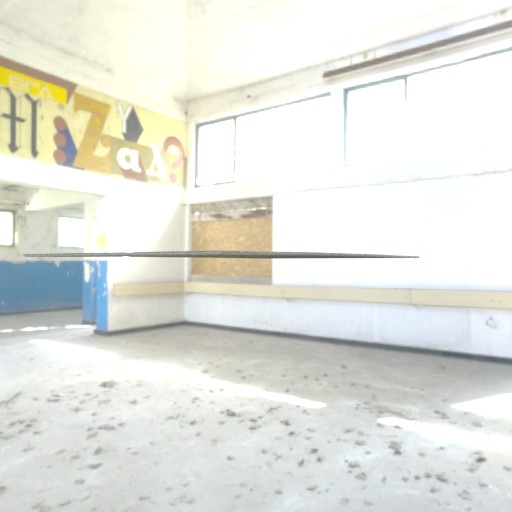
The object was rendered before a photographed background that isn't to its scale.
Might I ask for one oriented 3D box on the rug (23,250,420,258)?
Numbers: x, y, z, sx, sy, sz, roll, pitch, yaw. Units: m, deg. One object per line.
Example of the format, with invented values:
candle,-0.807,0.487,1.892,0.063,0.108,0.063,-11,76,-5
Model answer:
rug,0.000,0.000,3.120,1.535,0.022,2.498,0,-1,37
